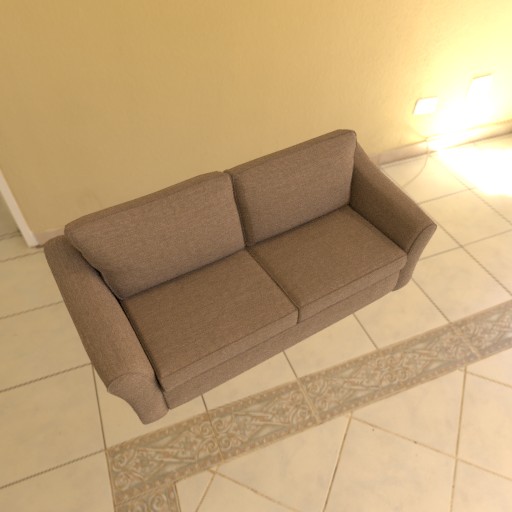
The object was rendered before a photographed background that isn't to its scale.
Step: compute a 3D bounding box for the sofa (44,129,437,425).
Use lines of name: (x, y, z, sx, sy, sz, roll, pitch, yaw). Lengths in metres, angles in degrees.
sofa: (0.000, 0.000, 2.824, 2.270, 0.965, 0.980, -24, 50, -21)
